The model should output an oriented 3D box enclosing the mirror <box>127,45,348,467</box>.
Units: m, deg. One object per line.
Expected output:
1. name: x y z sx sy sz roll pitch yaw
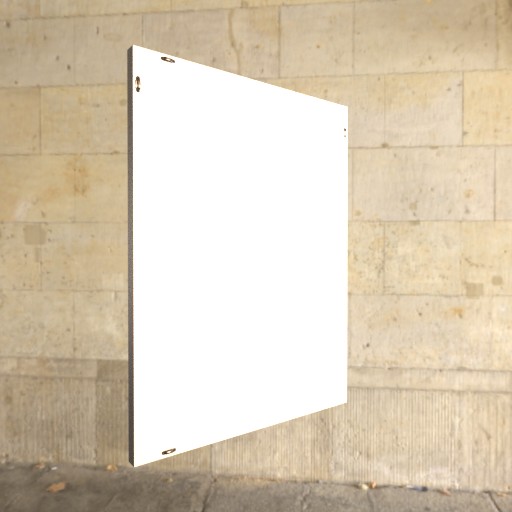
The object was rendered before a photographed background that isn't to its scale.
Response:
1. mirror: 0.000 0.000 1.307 0.762 1.016 0.040 -1 1 -37
